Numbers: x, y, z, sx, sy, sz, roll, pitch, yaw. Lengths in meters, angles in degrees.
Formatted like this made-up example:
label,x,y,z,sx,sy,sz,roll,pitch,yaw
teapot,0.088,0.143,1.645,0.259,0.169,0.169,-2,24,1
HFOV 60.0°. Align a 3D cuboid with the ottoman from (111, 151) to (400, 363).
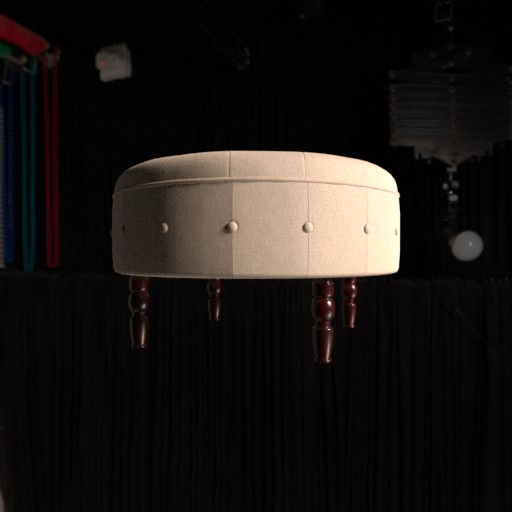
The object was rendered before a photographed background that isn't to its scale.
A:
label,x,y,z,sx,sy,sz,roll,pitch,yaw
ottoman,0.000,0.000,1.376,0.848,0.494,0.848,0,1,0
